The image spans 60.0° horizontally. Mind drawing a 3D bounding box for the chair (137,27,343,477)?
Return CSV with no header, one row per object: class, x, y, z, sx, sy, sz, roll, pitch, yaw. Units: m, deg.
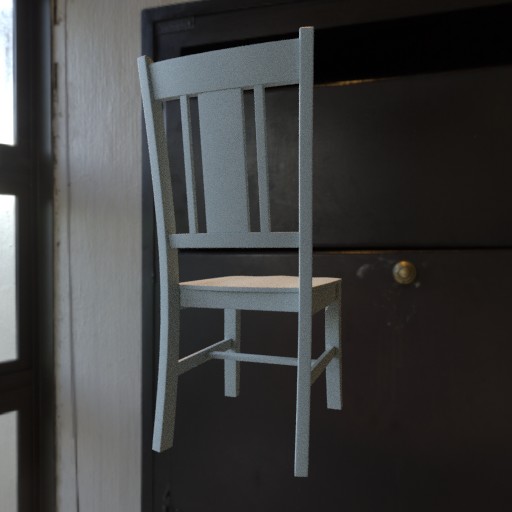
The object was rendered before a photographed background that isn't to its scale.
chair,0.000,0.000,1.276,0.450,0.998,0.555,0,0,20
